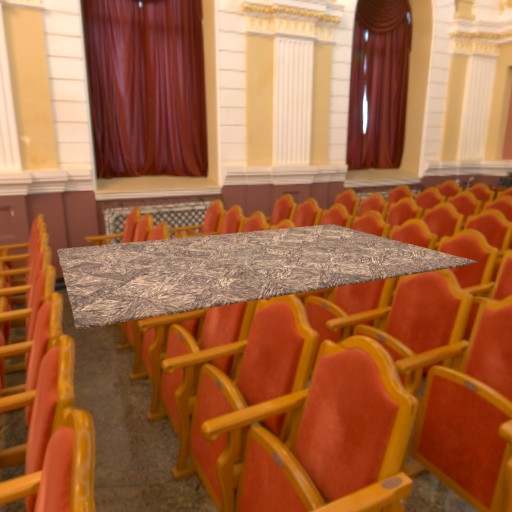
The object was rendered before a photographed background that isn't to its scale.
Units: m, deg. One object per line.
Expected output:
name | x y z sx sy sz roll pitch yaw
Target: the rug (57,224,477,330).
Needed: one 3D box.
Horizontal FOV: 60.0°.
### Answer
rug | 0.000 0.000 2.255 1.808 0.011 1.189 -7 15 -25
